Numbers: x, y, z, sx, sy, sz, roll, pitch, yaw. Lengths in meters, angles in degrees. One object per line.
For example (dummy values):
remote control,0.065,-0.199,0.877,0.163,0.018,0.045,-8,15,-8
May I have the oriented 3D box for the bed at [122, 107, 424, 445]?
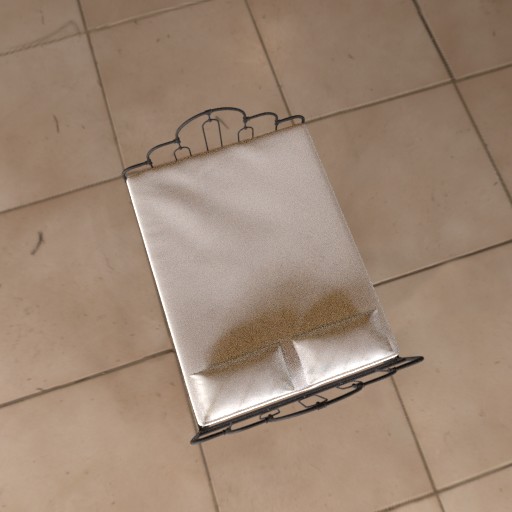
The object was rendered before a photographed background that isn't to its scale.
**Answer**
bed,0.000,0.000,3.294,1.640,1.429,2.163,-19,76,-5
